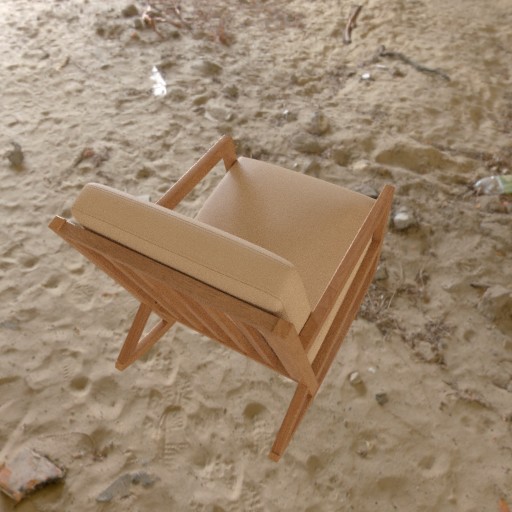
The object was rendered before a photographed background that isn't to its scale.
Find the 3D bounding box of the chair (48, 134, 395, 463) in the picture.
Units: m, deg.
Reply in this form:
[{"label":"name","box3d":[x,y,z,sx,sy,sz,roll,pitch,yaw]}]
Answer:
[{"label":"chair","box3d":[0.000,0.000,1.406,0.622,0.790,0.857,22,50,20]}]
